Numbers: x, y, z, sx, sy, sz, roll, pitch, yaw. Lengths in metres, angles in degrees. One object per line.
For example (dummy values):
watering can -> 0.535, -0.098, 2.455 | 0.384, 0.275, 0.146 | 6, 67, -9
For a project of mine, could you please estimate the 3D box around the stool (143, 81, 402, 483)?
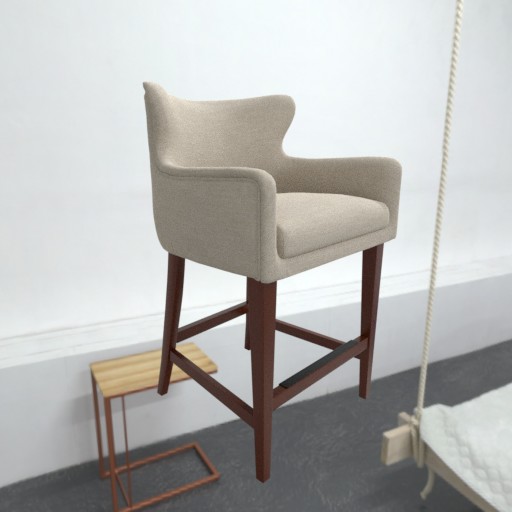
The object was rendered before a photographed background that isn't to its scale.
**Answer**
stool -> 0.000, 0.000, 1.373 | 0.637, 0.987, 0.615 | 14, 21, 41
